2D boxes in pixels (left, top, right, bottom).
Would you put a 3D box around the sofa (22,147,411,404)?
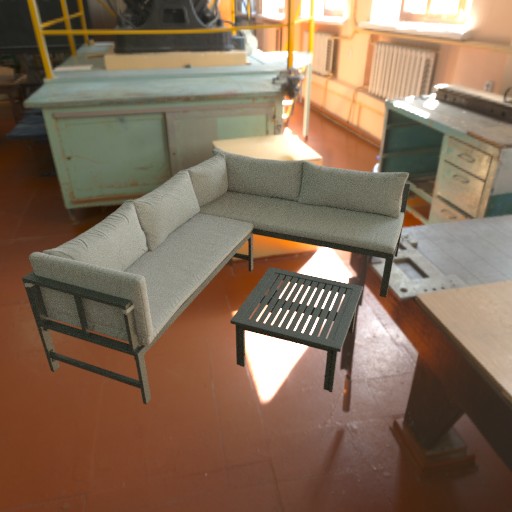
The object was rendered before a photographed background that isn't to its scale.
[{"bbox_3d":[0.000,0.000,2.881,1.658,0.758,2.096,12,32,19],"label":"sofa"}]
